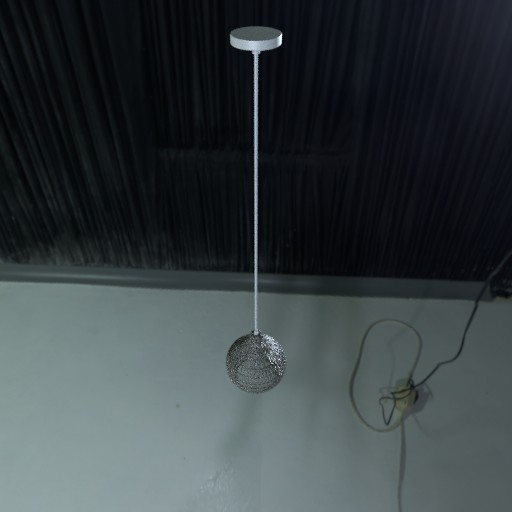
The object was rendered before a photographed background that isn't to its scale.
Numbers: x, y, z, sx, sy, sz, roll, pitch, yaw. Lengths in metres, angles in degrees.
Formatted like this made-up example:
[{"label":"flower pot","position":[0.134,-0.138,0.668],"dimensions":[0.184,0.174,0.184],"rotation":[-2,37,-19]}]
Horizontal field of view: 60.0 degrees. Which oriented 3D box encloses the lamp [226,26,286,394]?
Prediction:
[{"label":"lamp","position":[0.000,0.000,2.069],"dimensions":[0.355,1.919,0.355],"rotation":[-1,41,-1]}]
